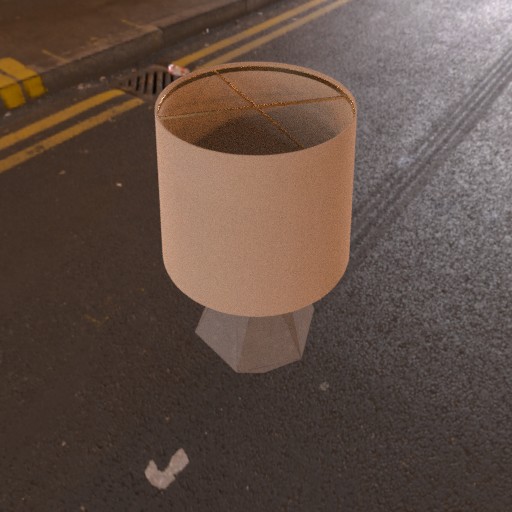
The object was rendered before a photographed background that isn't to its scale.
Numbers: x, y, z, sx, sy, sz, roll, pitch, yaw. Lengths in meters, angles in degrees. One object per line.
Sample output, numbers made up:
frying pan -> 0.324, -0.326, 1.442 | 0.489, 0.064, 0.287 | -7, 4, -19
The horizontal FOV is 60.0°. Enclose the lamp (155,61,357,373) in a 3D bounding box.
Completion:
lamp -> 0.000, 0.000, 0.684 | 0.276, 0.501, 0.276 | 0, 45, 0
